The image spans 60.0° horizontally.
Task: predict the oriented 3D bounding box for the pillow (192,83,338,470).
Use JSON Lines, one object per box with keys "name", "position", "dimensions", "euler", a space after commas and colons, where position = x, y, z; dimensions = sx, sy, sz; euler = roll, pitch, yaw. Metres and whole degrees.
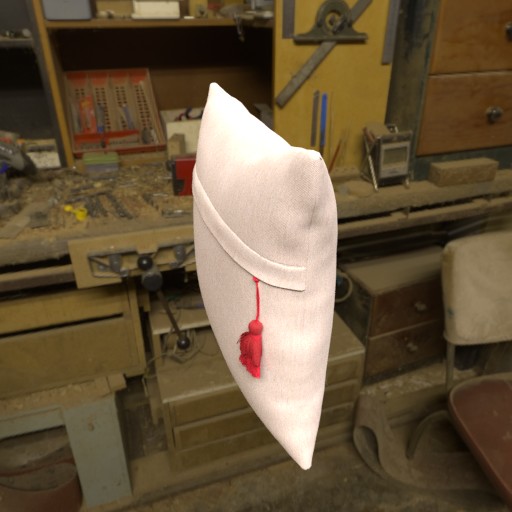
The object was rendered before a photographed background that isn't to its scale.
{"name": "pillow", "position": [0.000, 0.000, 0.670], "dimensions": [0.173, 0.436, 0.433], "euler": [-8, 31, -15]}
